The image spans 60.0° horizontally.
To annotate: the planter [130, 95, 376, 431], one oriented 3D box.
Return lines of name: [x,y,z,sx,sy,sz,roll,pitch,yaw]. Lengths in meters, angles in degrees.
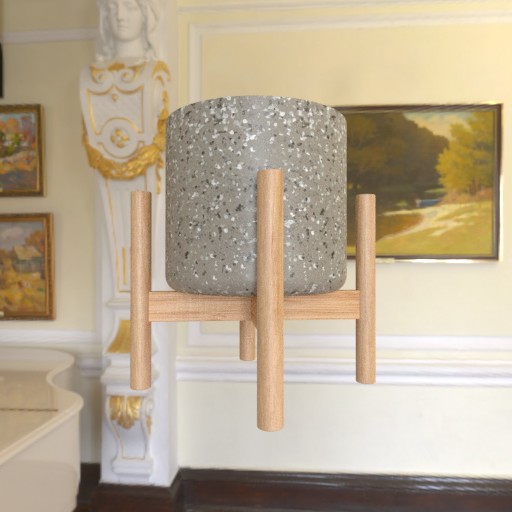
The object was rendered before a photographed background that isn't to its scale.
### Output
planter: [0.000,0.000,0.554,0.284,0.320,0.284,0,-1,17]
